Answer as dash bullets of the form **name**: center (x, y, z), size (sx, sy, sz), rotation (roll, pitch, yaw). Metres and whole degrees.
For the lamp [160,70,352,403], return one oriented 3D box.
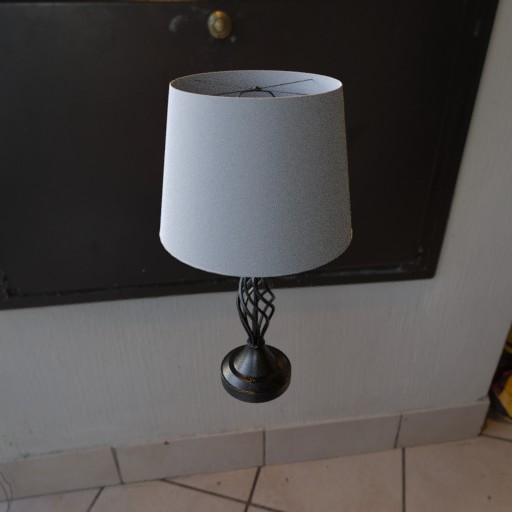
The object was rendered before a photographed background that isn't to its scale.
- **lamp**: center (0.000, 0.000, 0.804), size (0.331, 0.594, 0.331), rotation (0, 30, 0)
